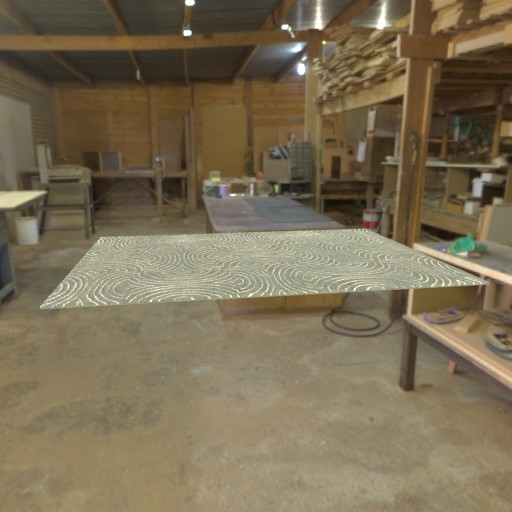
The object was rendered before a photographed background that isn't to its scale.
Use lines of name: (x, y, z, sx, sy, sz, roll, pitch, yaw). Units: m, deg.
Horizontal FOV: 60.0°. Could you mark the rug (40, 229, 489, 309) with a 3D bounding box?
rug: (0.000, 0.000, 2.815, 2.144, 0.015, 1.543, -2, 14, -9)
